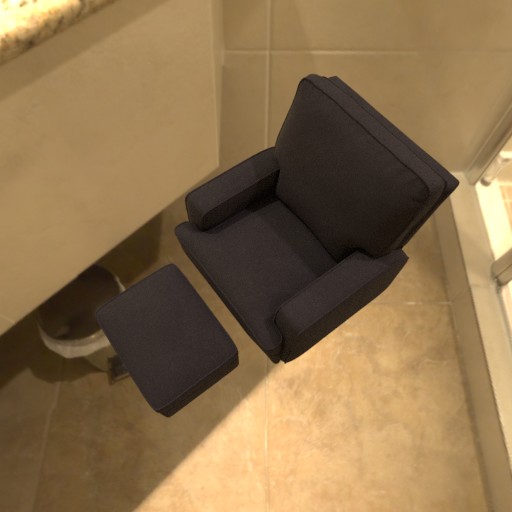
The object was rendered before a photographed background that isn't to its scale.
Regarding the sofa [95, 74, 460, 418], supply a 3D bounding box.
[{"bbox_3d":[0.000,0.000,1.998,1.472,0.959,0.861,-34,68,-16],"label":"sofa"}]
